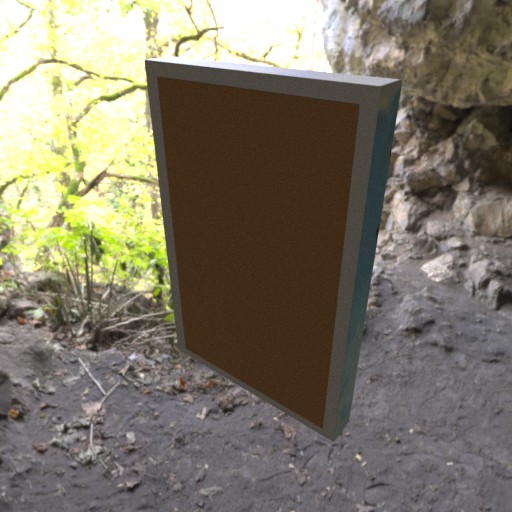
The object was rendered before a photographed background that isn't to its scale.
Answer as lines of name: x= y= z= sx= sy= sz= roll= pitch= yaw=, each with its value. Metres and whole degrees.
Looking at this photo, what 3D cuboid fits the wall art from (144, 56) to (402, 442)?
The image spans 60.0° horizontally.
wall art: x=0.000 y=0.000 z=0.482 sx=0.251 sy=0.380 sz=0.039 roll=21 pitch=36 yaw=32
